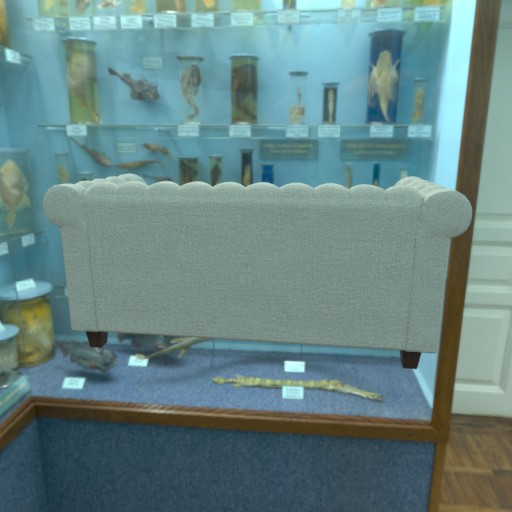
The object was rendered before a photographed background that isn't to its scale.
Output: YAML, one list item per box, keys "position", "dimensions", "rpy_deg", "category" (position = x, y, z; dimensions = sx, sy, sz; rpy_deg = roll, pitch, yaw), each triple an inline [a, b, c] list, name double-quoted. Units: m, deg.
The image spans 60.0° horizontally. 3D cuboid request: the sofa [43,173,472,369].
- position: [0.000, 0.000, 2.270]
  dimensions: [1.798, 0.797, 0.783]
  rpy_deg: [2, 14, 8]
  category: "sofa"
